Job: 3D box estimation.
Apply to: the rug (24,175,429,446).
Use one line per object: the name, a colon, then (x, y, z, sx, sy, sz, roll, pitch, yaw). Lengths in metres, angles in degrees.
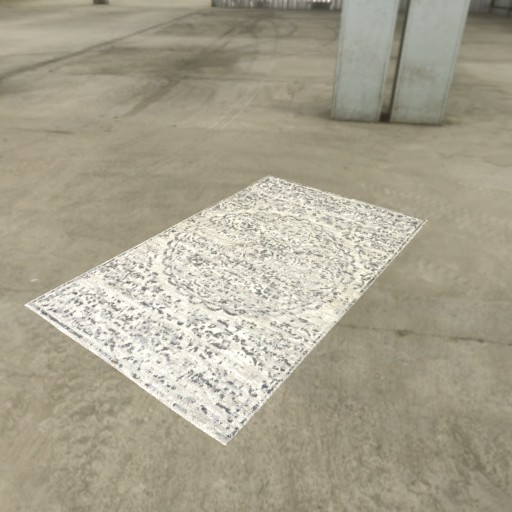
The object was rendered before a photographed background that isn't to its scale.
rug: (0.000, 0.000, 3.007, 1.527, 0.021, 2.447, 22, 39, 30)
